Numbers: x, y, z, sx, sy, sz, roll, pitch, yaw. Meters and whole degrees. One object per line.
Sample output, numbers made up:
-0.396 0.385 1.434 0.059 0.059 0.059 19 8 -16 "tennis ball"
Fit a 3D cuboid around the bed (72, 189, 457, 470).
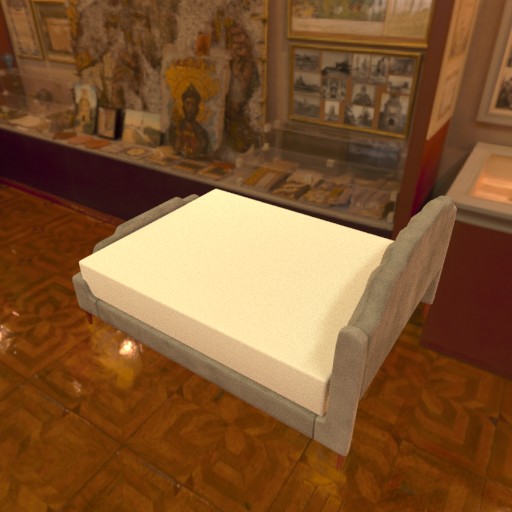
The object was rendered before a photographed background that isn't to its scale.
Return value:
0.000 0.000 3.324 2.340 1.245 1.676 20 37 29 "bed"
